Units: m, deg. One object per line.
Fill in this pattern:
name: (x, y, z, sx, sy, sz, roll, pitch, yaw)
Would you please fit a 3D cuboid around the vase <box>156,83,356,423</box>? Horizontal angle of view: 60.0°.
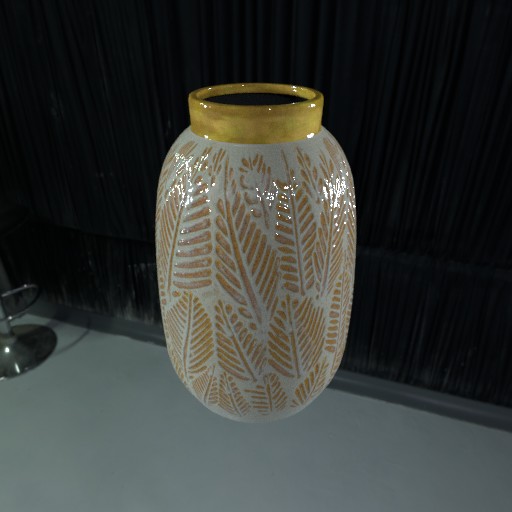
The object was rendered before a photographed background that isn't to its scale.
vase: (0.000, 0.000, 0.386, 0.172, 0.270, 0.172, 0, 30, 0)
